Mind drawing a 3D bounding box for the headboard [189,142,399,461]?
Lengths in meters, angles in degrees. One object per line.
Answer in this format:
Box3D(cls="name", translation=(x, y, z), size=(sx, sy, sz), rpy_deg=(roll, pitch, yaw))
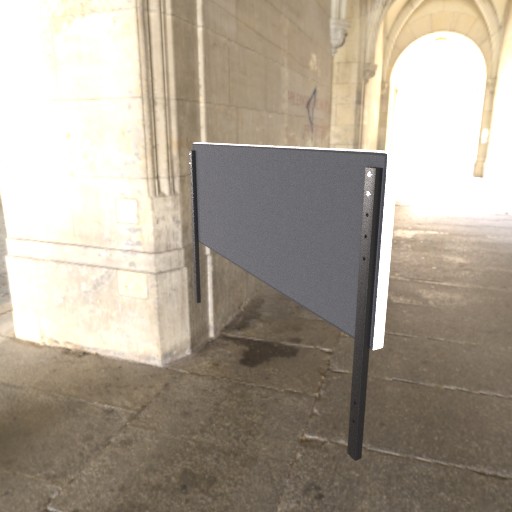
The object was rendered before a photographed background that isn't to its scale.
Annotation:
Box3D(cls="headboard", translation=(0.000, 0.000, 2.906), size=(0.120, 1.410, 2.362), rpy_deg=(-7, 17, -25))
